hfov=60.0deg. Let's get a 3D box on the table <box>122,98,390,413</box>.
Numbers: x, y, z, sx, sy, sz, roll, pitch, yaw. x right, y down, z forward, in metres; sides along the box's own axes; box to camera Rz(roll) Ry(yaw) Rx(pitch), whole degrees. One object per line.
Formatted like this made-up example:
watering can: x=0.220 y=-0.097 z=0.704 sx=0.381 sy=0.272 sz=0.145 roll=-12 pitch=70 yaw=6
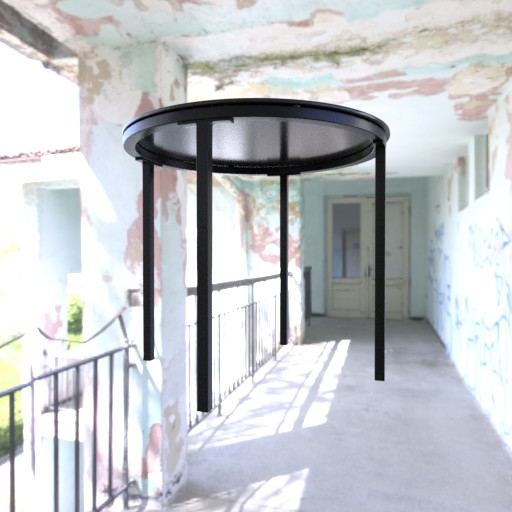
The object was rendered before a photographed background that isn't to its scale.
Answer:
table: x=0.000 y=0.000 z=0.863 sx=0.499 sy=0.443 sz=0.499 roll=0 pitch=1 yaw=0
